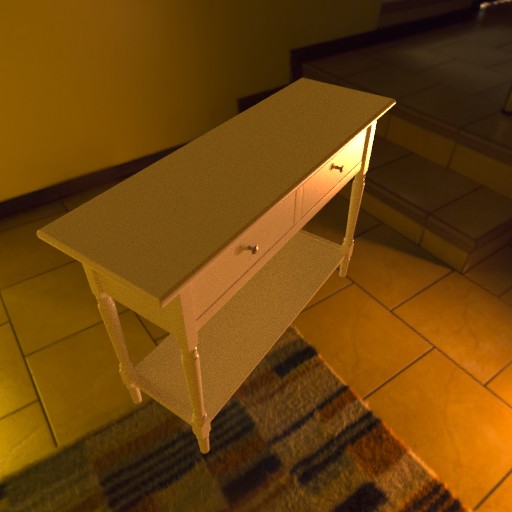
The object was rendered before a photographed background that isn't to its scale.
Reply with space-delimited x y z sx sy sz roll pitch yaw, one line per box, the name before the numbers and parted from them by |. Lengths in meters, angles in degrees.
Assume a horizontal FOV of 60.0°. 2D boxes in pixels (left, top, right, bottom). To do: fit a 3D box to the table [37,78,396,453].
table | 0.000 0.000 1.550 0.386 0.814 1.191 24 47 25
